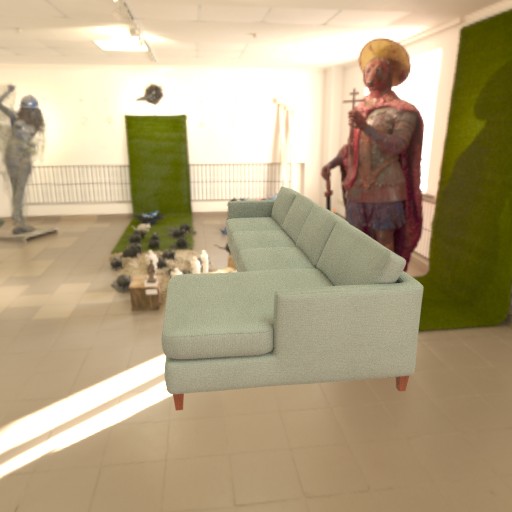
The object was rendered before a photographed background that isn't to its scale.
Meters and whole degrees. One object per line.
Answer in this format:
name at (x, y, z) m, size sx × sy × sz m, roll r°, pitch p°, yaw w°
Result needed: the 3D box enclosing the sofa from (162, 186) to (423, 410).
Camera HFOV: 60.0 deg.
sofa at (0.000, 0.000, 4.262) m, size 1.604 × 0.950 × 3.471 m, roll -2°, pitch 16°, yaw -8°
